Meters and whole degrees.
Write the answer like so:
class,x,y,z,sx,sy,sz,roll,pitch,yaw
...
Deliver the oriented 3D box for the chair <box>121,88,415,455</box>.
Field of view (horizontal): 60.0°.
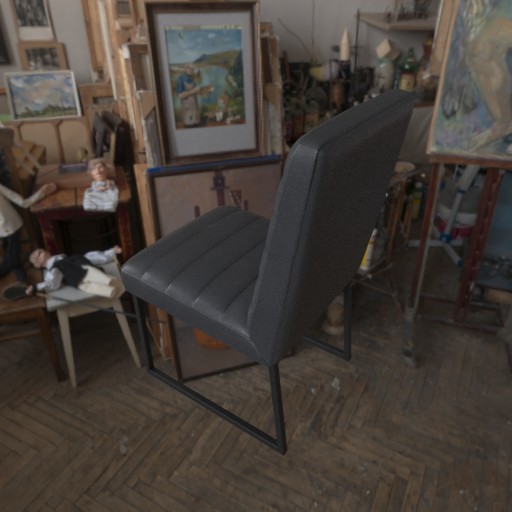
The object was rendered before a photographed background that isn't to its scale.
class,x,y,z,sx,sy,sz,roll,pitch,yaw
chair,0.000,0.000,1.301,0.634,0.930,0.520,20,38,29
